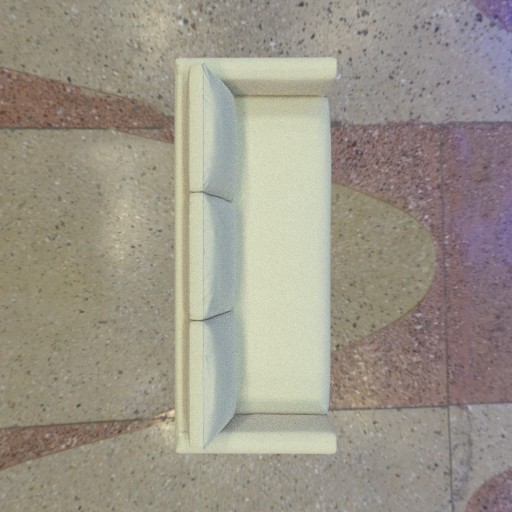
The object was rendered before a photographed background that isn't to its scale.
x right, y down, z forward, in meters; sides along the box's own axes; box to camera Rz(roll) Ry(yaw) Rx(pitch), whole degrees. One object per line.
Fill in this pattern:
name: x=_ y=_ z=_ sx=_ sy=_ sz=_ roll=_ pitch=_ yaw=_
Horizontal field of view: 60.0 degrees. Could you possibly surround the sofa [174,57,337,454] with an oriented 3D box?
sofa: x=0.000 y=0.000 z=2.654 sx=0.902 sy=0.911 sz=2.198 roll=0 pitch=90 yaw=1
